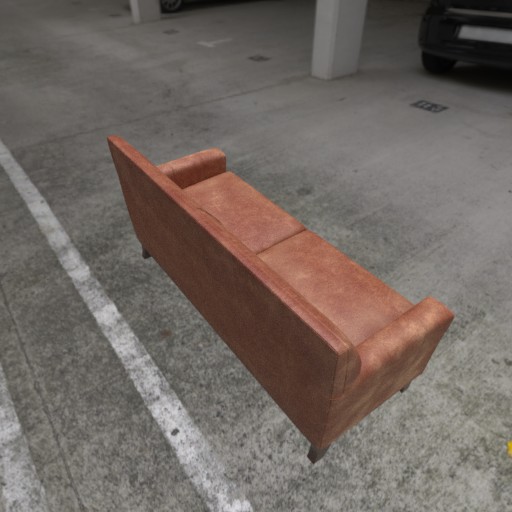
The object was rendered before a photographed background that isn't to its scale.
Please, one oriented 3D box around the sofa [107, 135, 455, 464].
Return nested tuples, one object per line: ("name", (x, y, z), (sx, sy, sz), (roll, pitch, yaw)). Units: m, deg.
("sofa", (0.000, 0.000, 2.563), (0.805, 0.947, 2.053), (-25, 46, -27))
